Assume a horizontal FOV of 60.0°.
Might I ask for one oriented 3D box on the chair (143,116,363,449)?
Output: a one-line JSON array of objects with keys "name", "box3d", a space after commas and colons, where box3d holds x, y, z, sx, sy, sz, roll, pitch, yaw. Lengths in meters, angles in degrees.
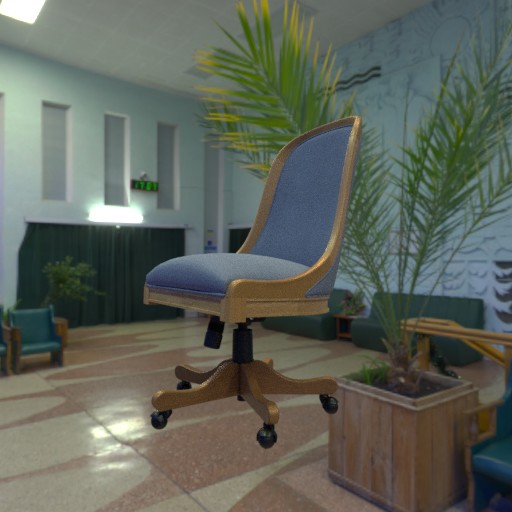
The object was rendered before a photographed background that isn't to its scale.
[{"name": "chair", "box3d": [0.000, 0.000, 1.500, 0.735, 1.031, 0.605, 0, 0, -35]}]
